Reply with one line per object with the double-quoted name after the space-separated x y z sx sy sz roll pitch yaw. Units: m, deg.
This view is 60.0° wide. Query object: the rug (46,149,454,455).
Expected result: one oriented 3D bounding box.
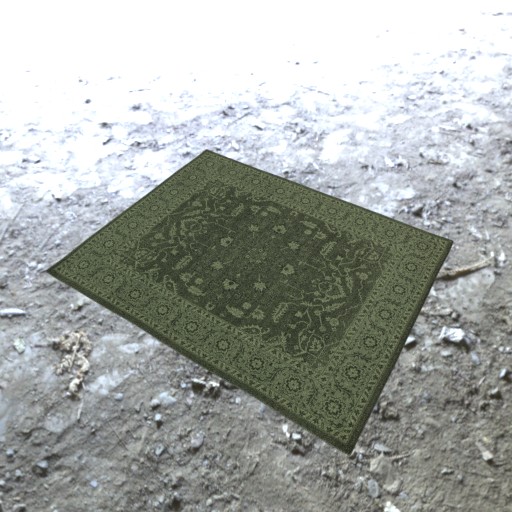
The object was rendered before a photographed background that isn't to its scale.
0.000 0.000 4.224 3.069 0.026 2.451 25 51 22 "rug"
